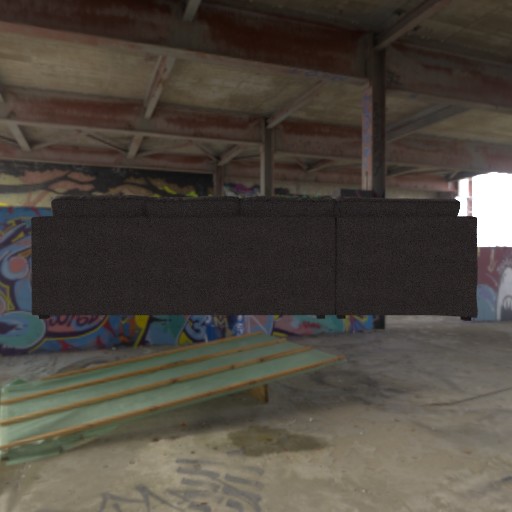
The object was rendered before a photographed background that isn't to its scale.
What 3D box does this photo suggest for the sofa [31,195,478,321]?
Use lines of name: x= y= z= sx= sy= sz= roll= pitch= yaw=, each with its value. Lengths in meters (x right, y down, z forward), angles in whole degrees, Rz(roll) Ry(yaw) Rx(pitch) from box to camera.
sofa: x=0.000 y=0.000 z=3.944 sx=3.205 sy=0.922 sz=1.650 roll=0 pitch=0 yaw=0
